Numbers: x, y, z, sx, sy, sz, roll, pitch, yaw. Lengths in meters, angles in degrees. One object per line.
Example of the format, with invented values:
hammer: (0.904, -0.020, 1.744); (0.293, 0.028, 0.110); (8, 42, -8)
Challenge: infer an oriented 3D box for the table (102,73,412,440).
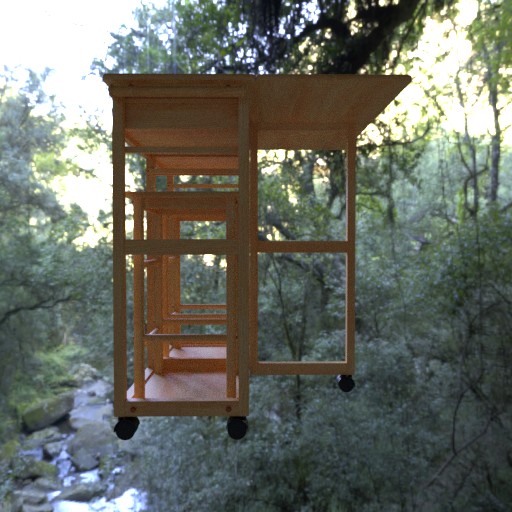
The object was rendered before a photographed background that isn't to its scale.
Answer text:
table: (0.000, 0.000, 1.341); (0.693, 0.832, 0.752); (0, 1, -1)
